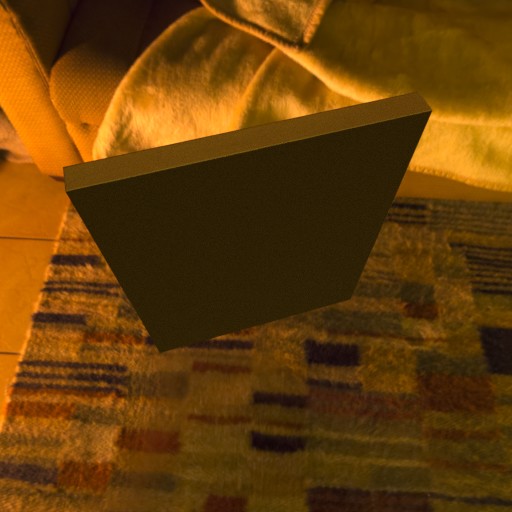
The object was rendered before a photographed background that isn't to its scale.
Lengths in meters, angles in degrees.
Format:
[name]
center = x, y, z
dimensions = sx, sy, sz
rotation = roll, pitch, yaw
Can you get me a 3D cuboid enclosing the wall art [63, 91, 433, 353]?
[wall art]
center = 0.000, 0.000, 0.838
dimensions = 0.489, 0.608, 0.040
rotation = -14, 61, -8
